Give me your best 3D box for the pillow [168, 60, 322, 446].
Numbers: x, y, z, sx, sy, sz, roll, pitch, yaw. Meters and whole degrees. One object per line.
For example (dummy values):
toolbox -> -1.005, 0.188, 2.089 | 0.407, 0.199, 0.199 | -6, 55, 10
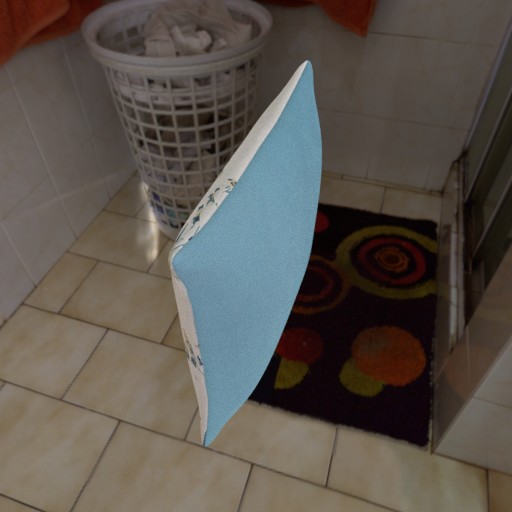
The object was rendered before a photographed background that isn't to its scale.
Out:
pillow -> 0.000, 0.000, 0.803 | 0.166, 0.507, 0.526 | 15, 48, 14
